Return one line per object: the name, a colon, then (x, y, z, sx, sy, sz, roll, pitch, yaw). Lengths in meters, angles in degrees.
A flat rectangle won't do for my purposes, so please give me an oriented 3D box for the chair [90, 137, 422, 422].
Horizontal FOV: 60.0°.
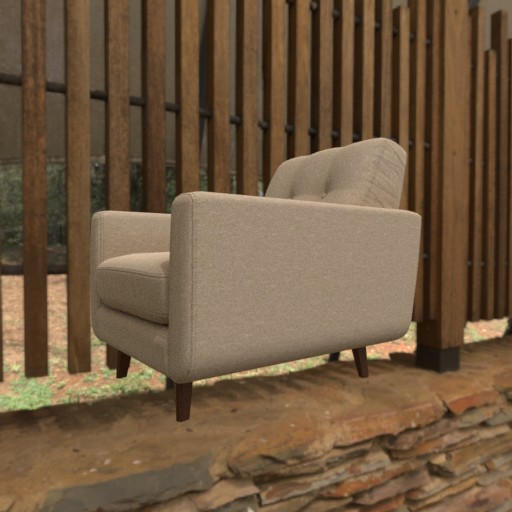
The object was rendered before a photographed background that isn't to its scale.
chair: (0.000, 0.000, 1.801, 1.128, 0.965, 0.897, -1, 1, -36)
